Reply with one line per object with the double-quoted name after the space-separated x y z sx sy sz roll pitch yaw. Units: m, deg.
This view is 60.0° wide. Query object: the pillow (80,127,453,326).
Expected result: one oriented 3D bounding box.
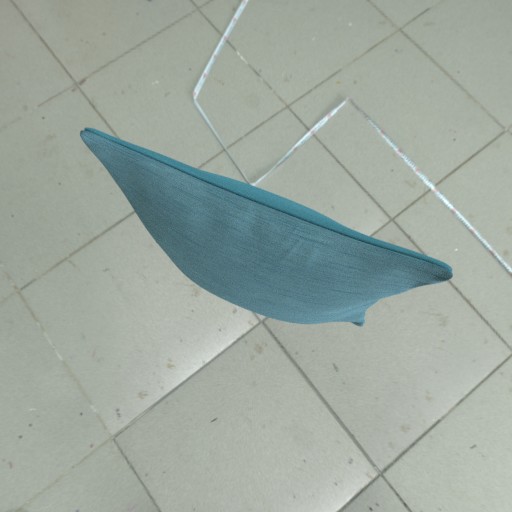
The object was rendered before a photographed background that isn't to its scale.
0.000 0.000 0.663 0.433 0.415 0.151 22 75 6 "pillow"
